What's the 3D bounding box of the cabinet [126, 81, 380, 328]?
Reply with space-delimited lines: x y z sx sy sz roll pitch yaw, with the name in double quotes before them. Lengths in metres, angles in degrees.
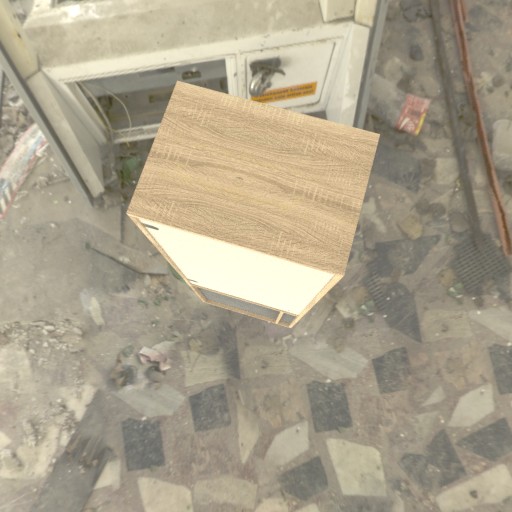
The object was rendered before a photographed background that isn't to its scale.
"cabinet" 0.000 0.000 2.053 0.570 1.850 0.400 16 77 4
